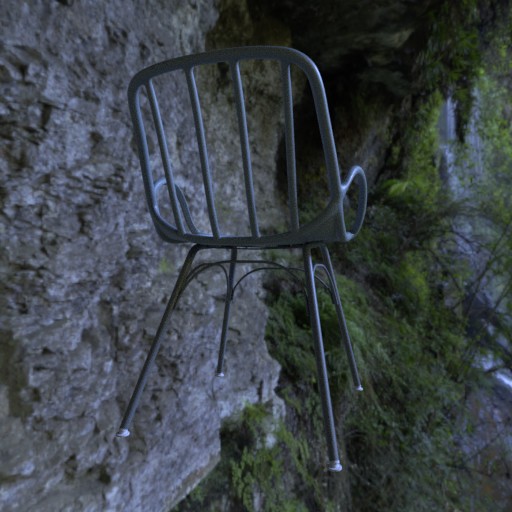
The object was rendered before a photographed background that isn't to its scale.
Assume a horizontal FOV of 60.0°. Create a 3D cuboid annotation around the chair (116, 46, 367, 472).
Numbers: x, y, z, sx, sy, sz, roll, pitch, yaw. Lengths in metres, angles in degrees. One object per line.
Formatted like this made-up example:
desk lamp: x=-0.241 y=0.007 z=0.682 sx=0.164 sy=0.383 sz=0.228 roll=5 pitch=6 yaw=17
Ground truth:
chair: x=0.000 y=0.000 z=1.155 sx=0.549 sy=0.816 sz=0.597 roll=0 pitch=0 yaw=19
